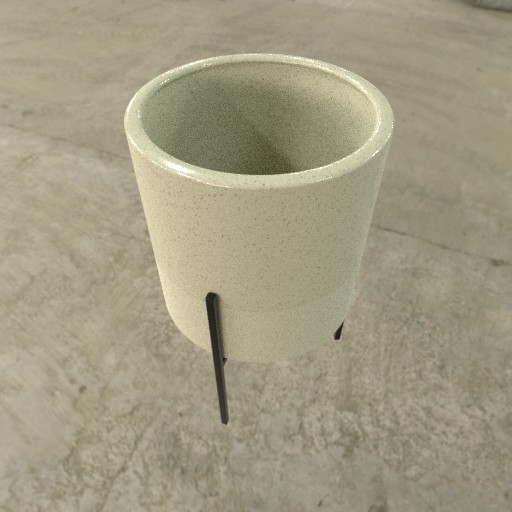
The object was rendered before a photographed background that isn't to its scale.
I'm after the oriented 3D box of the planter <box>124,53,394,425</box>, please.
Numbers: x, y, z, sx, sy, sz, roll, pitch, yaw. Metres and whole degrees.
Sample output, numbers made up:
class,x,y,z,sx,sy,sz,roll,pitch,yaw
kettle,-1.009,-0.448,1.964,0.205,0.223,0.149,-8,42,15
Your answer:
class,x,y,z,sx,sy,sz,roll,pitch,yaw
planter,0.000,0.000,0.532,0.234,0.390,0.243,-30,53,-26
